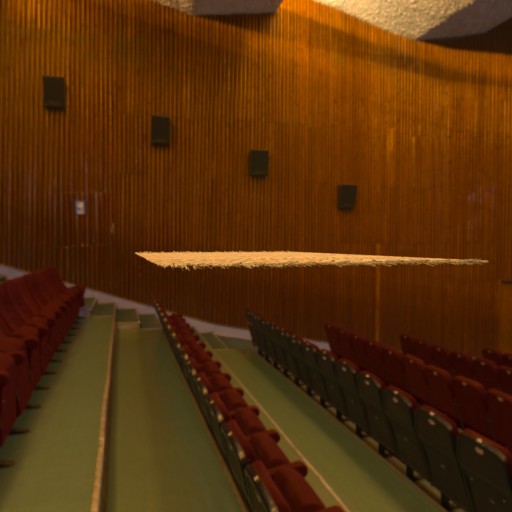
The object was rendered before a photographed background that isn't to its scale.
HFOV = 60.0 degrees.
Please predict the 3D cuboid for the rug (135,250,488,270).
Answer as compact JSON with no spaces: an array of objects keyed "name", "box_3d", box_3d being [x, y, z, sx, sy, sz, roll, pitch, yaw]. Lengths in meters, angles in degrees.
[{"name":"rug","box_3d":[0.000,0.000,2.443,1.224,0.028,2.023,-1,2,-17]}]
